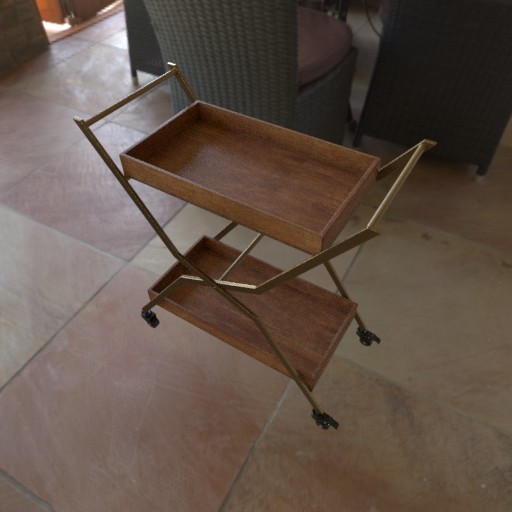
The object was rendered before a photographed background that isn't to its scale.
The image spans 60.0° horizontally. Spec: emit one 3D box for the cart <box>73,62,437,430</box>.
[{"bbox_3d":[0.000,0.000,1.370,0.836,0.869,0.405,24,51,21],"label":"cart"}]
